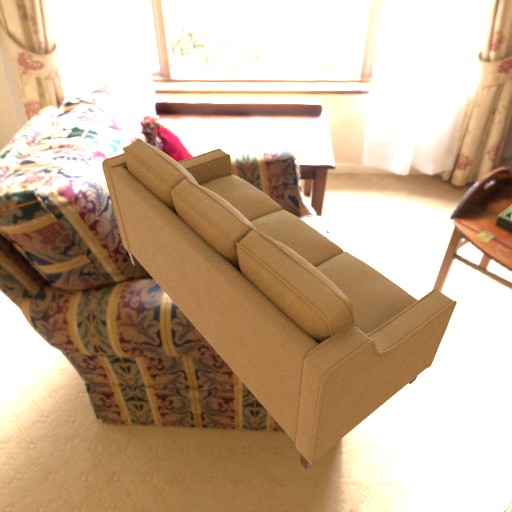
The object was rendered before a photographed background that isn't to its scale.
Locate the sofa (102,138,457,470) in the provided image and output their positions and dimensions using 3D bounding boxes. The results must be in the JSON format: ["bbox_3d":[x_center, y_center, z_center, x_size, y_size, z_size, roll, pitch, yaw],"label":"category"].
[{"bbox_3d":[0.000,0.000,2.576,0.911,0.974,1.986,-26,46,-28],"label":"sofa"}]
